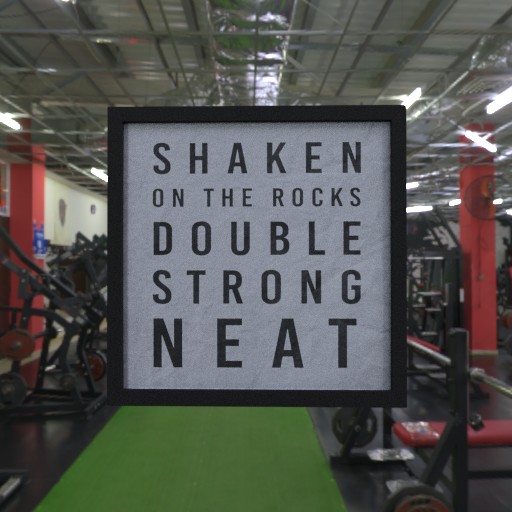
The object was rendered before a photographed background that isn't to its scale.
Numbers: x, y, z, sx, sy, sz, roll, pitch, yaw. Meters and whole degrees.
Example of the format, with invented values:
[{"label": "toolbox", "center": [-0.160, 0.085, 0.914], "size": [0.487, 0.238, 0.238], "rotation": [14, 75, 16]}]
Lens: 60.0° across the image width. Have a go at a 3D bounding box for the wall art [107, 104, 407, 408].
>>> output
[{"label": "wall art", "center": [0.000, 0.000, 0.681], "size": [0.456, 0.458, 0.013], "rotation": [0, 0, 1]}]
